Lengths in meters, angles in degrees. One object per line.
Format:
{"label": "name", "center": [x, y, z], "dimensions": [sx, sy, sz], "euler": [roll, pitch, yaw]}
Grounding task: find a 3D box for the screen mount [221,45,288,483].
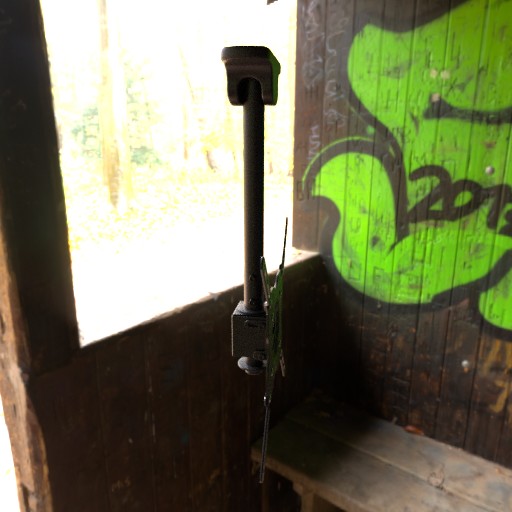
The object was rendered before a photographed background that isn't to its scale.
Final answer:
{"label": "screen mount", "center": [0.000, 0.000, 0.877], "dimensions": [0.090, 0.729, 0.393], "euler": [2, 15, 9]}
